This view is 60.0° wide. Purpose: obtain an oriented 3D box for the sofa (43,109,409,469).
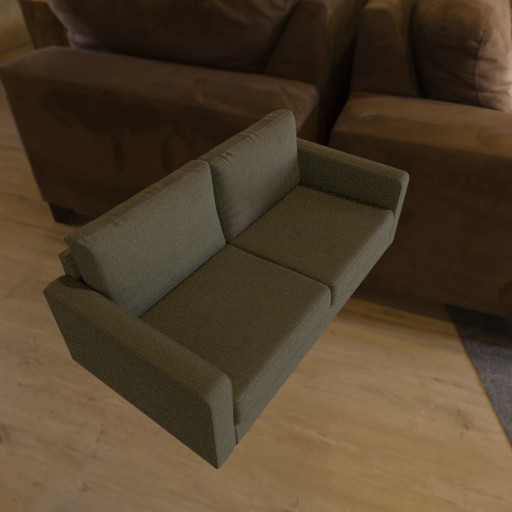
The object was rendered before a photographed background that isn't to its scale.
[{"bbox_3d":[0.000,0.000,2.240,0.889,0.897,1.730,25,47,26],"label":"sofa"}]
